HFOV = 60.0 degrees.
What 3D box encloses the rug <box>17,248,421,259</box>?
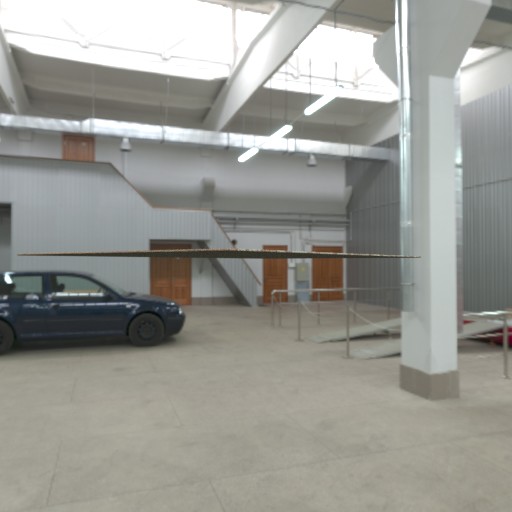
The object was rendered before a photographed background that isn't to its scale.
[{"bbox_3d":[0.000,0.000,3.003,1.526,0.011,2.435,-1,-1,36],"label":"rug"}]
